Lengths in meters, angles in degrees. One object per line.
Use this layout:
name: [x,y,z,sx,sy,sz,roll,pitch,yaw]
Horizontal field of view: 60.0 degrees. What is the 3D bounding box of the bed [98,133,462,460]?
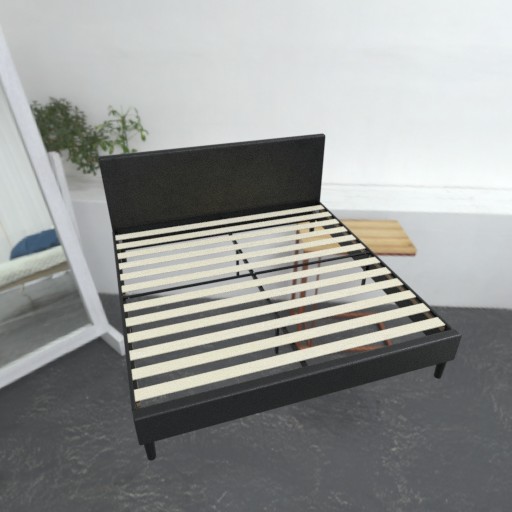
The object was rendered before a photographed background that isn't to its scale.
bed: [0.000,0.000,3.296,2.018,1.046,2.152,-10,33,-15]
